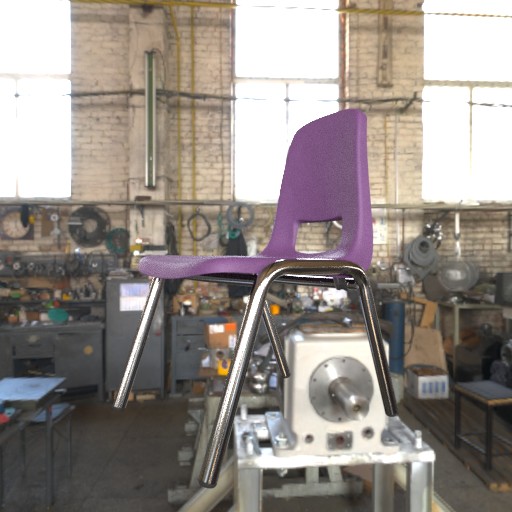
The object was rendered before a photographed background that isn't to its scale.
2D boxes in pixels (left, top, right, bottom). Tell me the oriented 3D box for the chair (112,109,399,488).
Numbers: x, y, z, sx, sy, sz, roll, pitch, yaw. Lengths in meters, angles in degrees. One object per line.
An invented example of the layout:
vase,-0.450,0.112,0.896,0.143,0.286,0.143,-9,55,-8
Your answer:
chair,0.000,0.000,0.812,0.419,0.584,0.356,0,1,-36
